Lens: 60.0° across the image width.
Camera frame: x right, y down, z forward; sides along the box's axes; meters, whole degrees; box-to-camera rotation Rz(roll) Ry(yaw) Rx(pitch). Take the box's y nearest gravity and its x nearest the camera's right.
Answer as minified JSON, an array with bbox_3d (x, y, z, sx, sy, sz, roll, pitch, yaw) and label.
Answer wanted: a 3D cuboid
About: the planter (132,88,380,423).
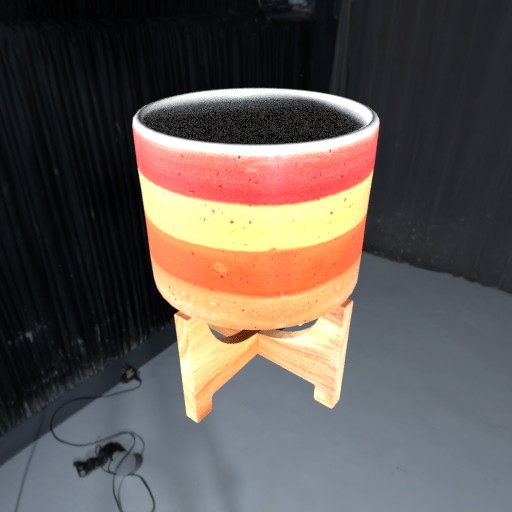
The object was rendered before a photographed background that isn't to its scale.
[{"bbox_3d":[0.000,0.000,0.418,0.199,0.268,0.199,0,31,0],"label":"planter"}]
